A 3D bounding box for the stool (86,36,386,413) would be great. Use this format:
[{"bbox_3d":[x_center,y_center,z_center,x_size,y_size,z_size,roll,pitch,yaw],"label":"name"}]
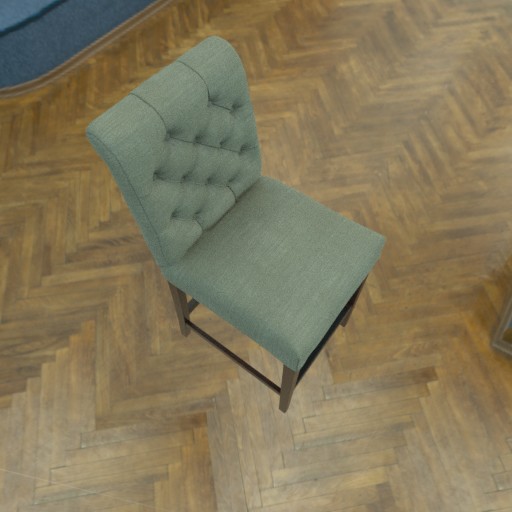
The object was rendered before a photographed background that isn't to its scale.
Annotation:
[{"bbox_3d":[0.000,0.000,1.436,0.660,1.084,0.486,33,63,19],"label":"stool"}]
